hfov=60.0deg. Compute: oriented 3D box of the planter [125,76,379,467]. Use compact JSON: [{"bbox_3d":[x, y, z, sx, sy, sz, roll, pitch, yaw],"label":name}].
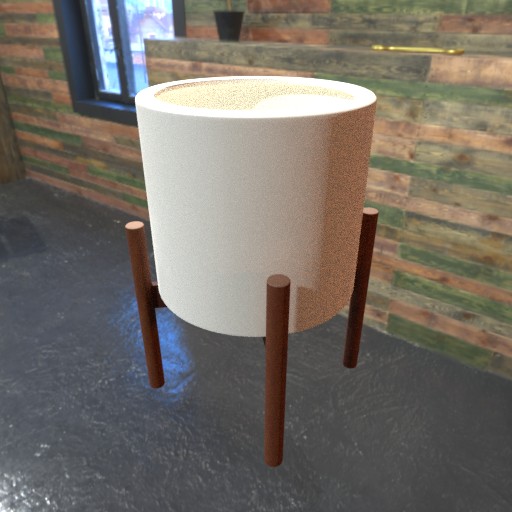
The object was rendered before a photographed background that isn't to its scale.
[{"bbox_3d":[0.000,0.000,0.506,0.224,0.358,0.224,20,34,32],"label":"planter"}]
